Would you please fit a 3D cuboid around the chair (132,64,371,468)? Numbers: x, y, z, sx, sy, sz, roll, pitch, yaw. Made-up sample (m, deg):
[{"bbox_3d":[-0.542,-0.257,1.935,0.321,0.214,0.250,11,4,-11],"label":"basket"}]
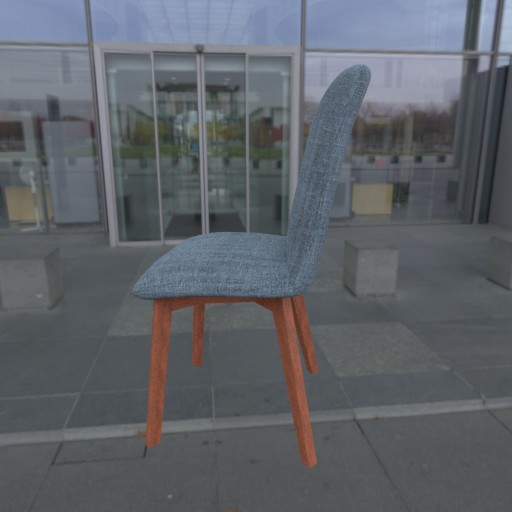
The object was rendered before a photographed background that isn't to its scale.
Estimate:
[{"bbox_3d":[0.000,0.000,1.280,0.563,0.974,0.522,2,15,8],"label":"chair"}]
